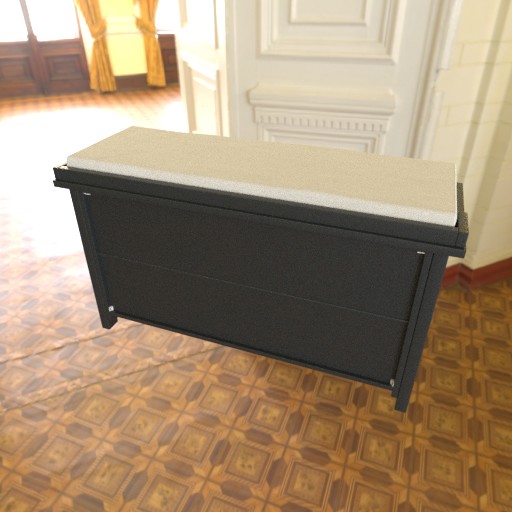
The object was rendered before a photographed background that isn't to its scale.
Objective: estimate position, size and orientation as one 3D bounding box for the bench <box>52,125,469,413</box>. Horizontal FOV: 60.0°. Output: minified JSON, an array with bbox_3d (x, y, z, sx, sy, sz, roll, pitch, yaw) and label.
[{"bbox_3d":[0.000,0.000,1.230,0.973,0.561,0.345,11,34,17],"label":"bench"}]
